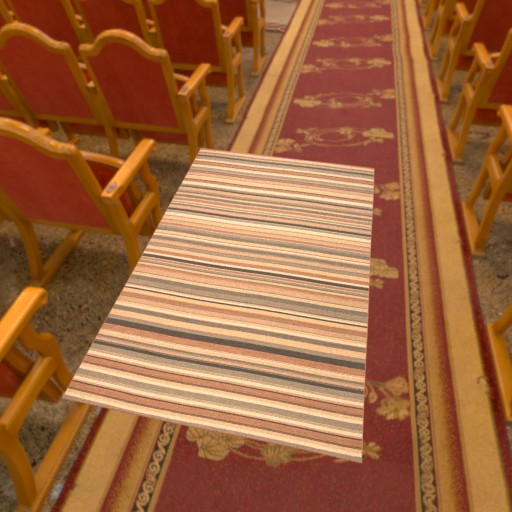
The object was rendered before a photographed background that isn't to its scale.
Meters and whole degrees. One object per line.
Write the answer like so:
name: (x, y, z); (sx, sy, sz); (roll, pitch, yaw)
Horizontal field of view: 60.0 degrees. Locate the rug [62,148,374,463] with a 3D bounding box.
rug: (0.000, 0.000, 3.004); (1.523, 0.014, 2.438); (9, 46, 8)
